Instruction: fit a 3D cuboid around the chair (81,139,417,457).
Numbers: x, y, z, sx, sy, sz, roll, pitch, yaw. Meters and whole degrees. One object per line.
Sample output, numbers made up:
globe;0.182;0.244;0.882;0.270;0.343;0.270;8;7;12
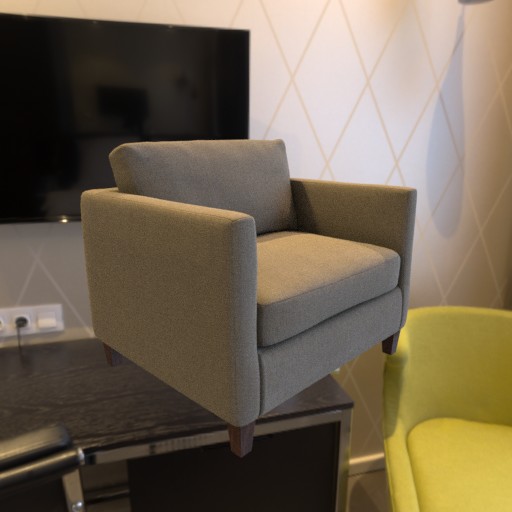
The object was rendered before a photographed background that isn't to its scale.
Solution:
chair;0.000;0.000;1.888;0.959;0.963;1.107;14;20;43
